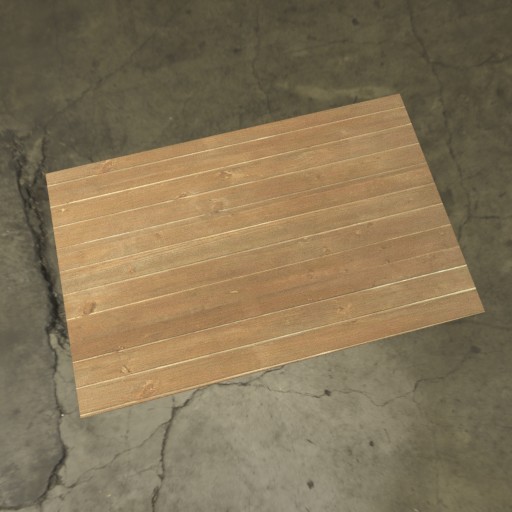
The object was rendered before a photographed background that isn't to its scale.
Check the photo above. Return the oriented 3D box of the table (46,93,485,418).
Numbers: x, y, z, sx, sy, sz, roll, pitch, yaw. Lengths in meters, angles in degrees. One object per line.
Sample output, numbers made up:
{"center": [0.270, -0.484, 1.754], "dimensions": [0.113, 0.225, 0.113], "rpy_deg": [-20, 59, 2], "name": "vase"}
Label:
{"center": [0.000, 0.000, 1.678], "dimensions": [1.299, 0.413, 0.827], "rpy_deg": [-14, 75, -4], "name": "table"}
